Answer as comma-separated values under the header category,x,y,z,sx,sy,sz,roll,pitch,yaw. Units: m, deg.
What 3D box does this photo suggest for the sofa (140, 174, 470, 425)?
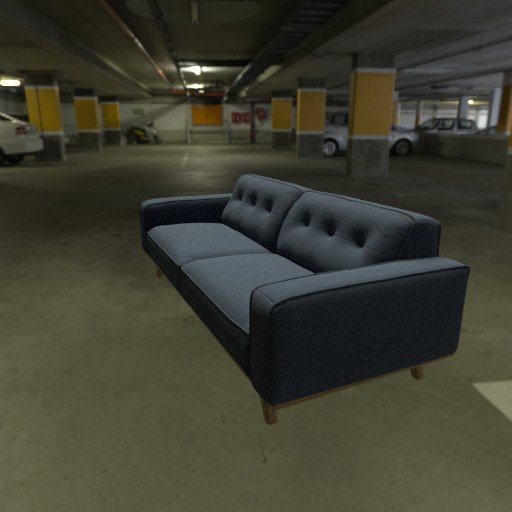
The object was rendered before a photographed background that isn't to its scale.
category,x,y,z,sx,sy,sz,roll,pitch,yaw
sofa,0.000,0.000,2.656,0.953,0.782,2.270,-8,18,-24
